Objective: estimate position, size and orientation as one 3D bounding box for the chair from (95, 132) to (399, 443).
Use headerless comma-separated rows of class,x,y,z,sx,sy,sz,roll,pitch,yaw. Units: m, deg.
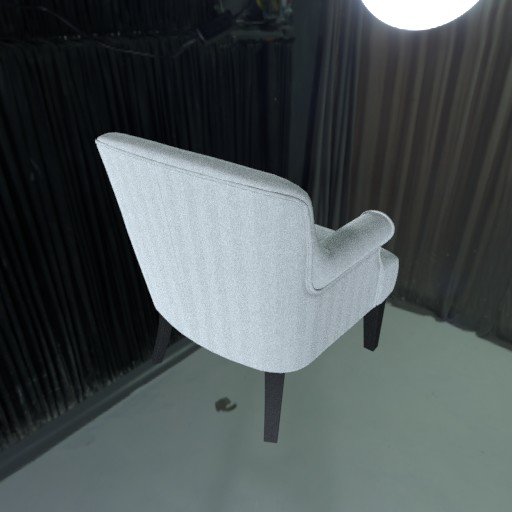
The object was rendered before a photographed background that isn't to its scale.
chair,0.000,0.000,1.479,0.781,0.875,0.750,22,37,33
